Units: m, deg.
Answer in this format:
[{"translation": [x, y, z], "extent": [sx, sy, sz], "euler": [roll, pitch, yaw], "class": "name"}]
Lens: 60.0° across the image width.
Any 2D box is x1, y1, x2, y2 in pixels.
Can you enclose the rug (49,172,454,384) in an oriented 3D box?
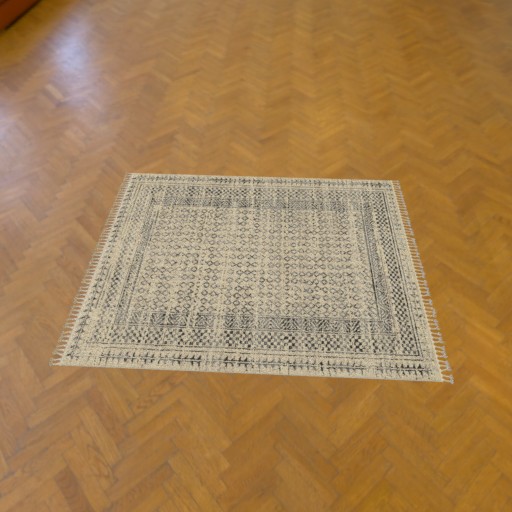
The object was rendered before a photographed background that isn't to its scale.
[{"translation": [0.000, 0.000, 3.949], "extent": [2.940, 0.013, 2.312], "euler": [2, 48, 2], "class": "rug"}]
